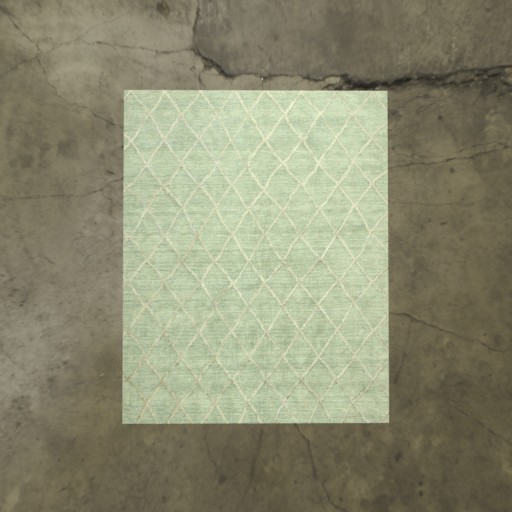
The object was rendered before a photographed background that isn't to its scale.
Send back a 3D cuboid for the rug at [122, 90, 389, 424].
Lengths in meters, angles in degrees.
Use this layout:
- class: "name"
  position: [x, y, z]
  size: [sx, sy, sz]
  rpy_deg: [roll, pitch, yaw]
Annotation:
- class: "rug"
  position: [0.000, 0.000, 4.046]
  size: [2.420, 0.019, 3.039]
  rpy_deg: [0, 89, -1]
